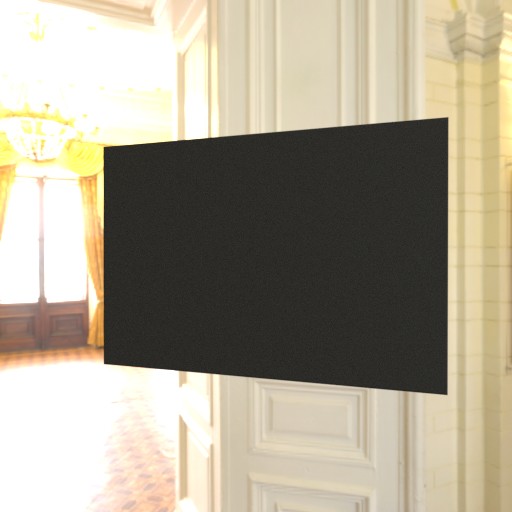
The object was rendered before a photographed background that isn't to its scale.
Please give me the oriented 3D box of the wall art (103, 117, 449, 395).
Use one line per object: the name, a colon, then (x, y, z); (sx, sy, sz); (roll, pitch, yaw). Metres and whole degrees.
wall art: (0.000, 0.000, 1.209); (0.964, 0.659, 0.049); (0, 0, 19)
